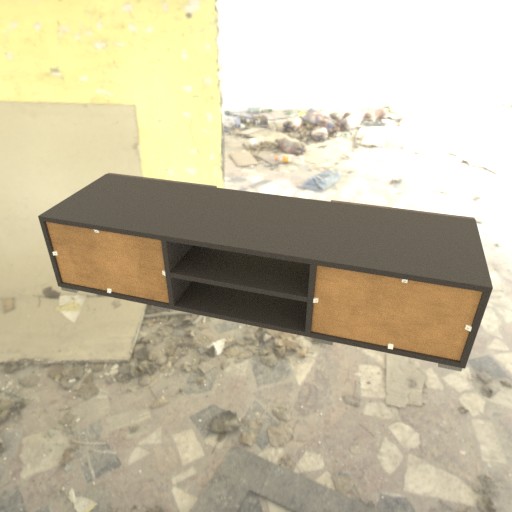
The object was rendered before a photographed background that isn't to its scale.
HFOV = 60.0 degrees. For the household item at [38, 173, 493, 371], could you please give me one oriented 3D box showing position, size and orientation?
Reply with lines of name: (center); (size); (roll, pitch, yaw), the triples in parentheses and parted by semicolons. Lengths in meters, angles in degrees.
household item: (0.000, 0.000, 1.563); (1.400, 0.310, 0.420); (9, 33, 14)
